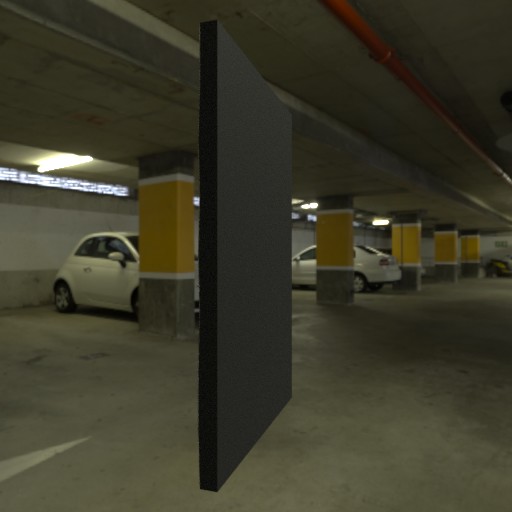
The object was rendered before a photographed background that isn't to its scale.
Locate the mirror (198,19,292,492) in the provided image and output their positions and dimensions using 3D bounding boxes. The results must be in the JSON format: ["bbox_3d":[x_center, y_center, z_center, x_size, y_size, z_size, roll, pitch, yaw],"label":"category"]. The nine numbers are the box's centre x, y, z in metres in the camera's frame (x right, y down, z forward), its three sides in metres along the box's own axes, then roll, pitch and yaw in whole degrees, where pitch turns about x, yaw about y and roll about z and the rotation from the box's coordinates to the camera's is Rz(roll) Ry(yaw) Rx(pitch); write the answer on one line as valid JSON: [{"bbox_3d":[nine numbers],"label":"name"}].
[{"bbox_3d":[0.000,0.000,1.149,0.044,0.912,0.606,0,0,18],"label":"mirror"}]
